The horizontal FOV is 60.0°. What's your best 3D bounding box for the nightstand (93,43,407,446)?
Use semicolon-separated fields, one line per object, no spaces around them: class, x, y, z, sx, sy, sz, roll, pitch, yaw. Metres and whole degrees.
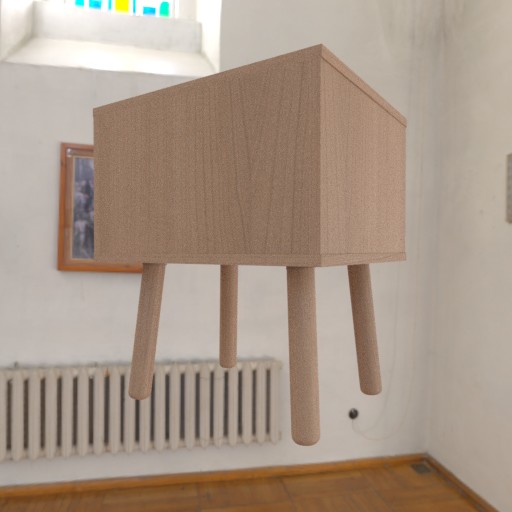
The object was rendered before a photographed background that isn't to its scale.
nightstand;0.000;0.000;0.831;0.450;0.530;0.380;1;1;34
